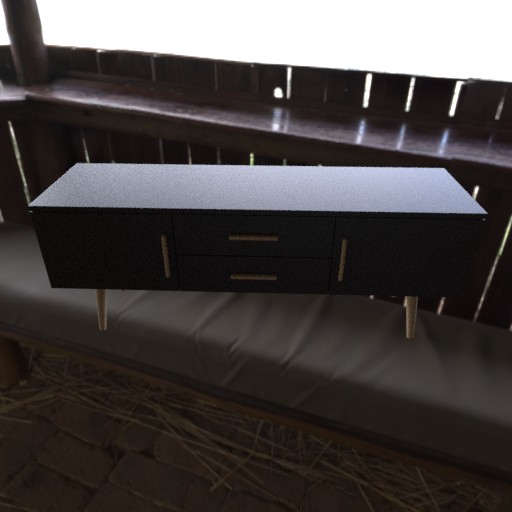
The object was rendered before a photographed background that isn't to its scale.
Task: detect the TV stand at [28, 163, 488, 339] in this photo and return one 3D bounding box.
[{"bbox_3d":[0.000,0.000,1.547,1.312,0.518,0.390,1,31,2],"label":"TV stand"}]
